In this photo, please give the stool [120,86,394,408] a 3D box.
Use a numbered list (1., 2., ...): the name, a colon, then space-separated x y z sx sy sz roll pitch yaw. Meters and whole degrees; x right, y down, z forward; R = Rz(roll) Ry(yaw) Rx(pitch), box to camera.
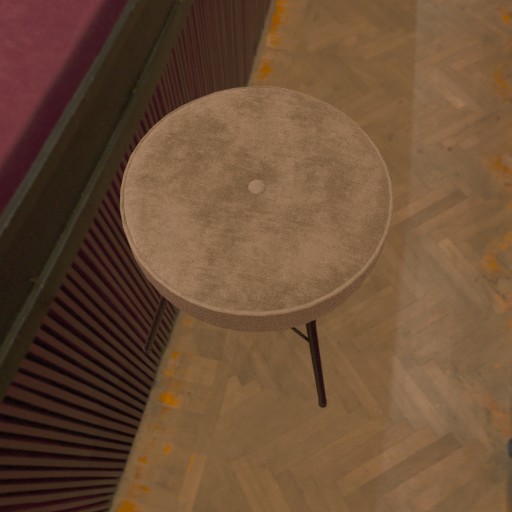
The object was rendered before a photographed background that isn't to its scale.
1. stool: 0.000 0.000 0.893 0.457 0.538 0.423 15 65 7
